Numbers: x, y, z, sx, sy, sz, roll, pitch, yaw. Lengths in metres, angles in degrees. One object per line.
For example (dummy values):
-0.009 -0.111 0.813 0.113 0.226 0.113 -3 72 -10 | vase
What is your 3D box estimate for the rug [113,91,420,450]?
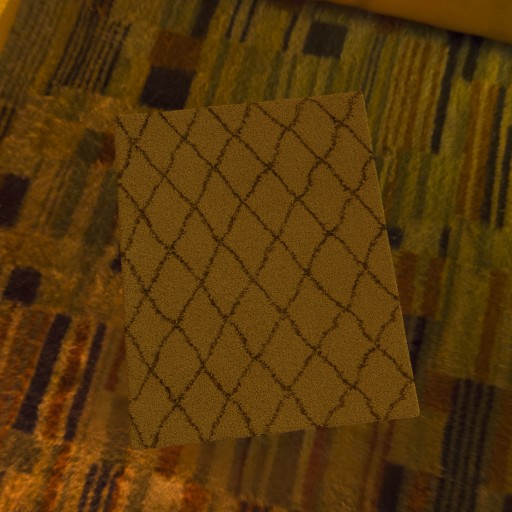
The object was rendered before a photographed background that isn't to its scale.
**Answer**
0.000 0.000 4.009 2.438 0.029 3.047 -6 78 -1 | rug
